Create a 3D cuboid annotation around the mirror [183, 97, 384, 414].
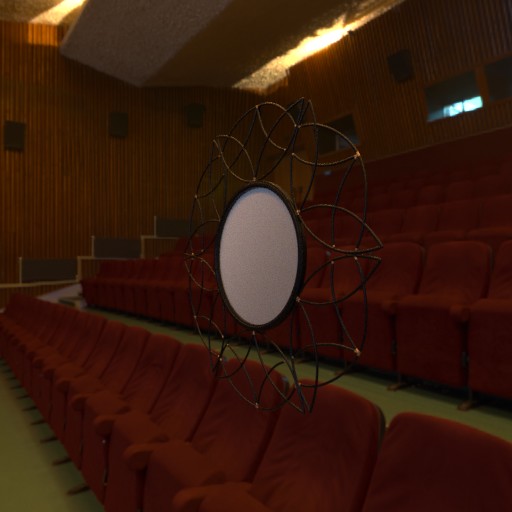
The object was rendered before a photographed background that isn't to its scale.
[{"bbox_3d":[0.000,0.000,1.129,0.028,0.775,0.797,1,-1,-36],"label":"mirror"}]
